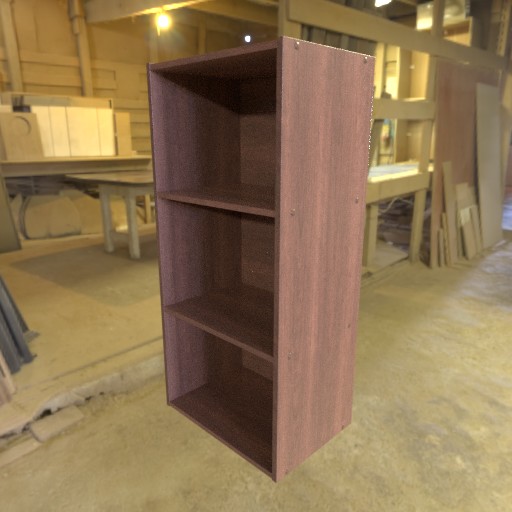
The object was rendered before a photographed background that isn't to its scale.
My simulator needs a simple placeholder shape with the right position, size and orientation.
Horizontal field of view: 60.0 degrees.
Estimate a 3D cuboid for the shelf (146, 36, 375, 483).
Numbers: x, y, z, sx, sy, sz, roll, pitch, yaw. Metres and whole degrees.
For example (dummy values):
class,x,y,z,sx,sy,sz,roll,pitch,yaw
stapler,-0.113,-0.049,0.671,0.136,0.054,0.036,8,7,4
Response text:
class,x,y,z,sx,sy,sz,roll,pitch,yaw
shelf,0.000,0.000,1.076,0.414,0.879,0.290,15,21,43
